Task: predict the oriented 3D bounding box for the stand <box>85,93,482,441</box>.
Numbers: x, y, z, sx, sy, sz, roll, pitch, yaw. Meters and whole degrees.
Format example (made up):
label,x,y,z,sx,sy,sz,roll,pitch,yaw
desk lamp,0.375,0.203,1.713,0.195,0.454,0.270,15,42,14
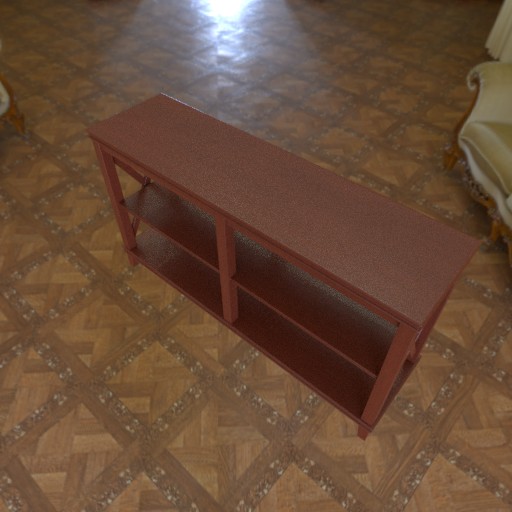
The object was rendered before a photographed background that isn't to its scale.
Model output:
label,x,y,z,sx,sy,sz,roll,pitch,yaw
stand,0.000,0.000,1.746,1.372,0.762,0.381,32,54,26
